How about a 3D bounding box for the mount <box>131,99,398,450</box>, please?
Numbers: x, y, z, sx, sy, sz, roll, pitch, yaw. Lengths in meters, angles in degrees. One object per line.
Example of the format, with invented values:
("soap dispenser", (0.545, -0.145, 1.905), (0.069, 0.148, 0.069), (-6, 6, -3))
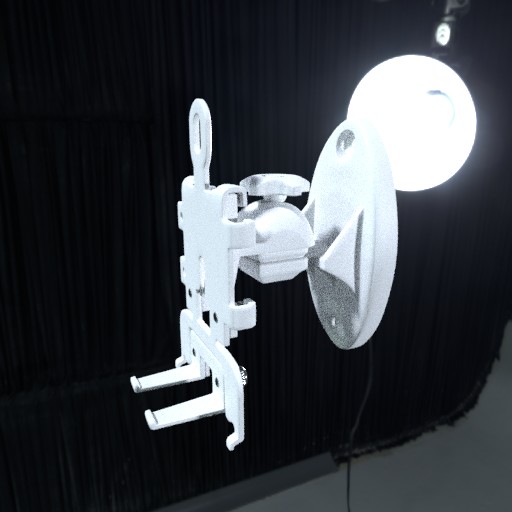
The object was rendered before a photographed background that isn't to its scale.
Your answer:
("mount", (0.000, 0.000, 0.178), (0.100, 0.118, 0.066), (-7, 17, -25))
